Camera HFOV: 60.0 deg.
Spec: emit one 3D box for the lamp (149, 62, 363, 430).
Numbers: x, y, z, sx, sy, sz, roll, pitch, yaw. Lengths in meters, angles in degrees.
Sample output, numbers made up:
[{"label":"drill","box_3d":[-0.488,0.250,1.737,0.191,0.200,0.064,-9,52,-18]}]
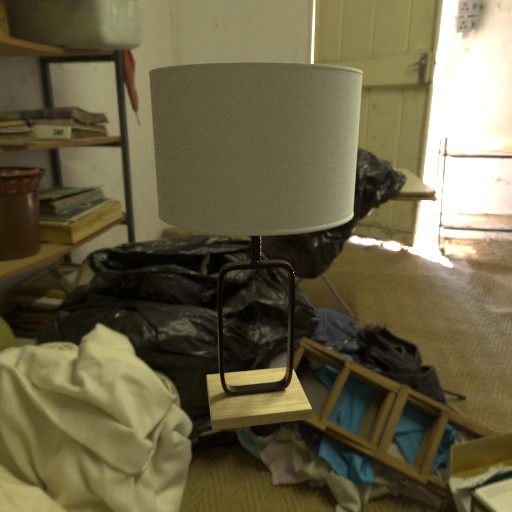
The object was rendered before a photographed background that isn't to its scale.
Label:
[{"label":"lamp","box_3d":[0.000,0.000,0.668,0.279,0.508,0.279,-3,18,-9]}]
